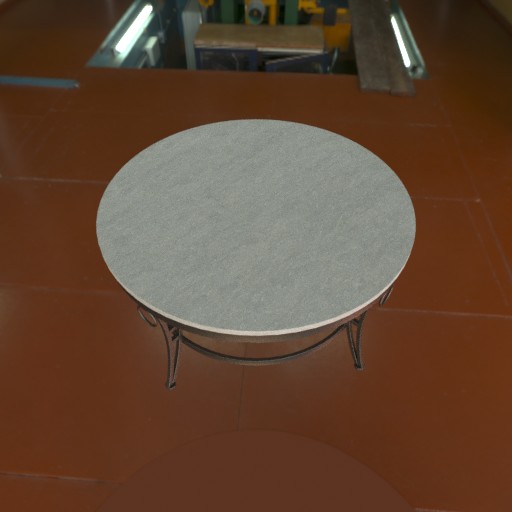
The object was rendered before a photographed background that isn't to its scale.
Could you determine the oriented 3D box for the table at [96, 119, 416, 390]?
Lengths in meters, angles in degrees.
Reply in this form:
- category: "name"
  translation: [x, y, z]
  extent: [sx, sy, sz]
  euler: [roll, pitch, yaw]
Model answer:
- category: "table"
  translation: [0.000, 0.000, 1.441]
  extent: [0.889, 0.470, 0.889]
  euler: [0, 47, 0]
